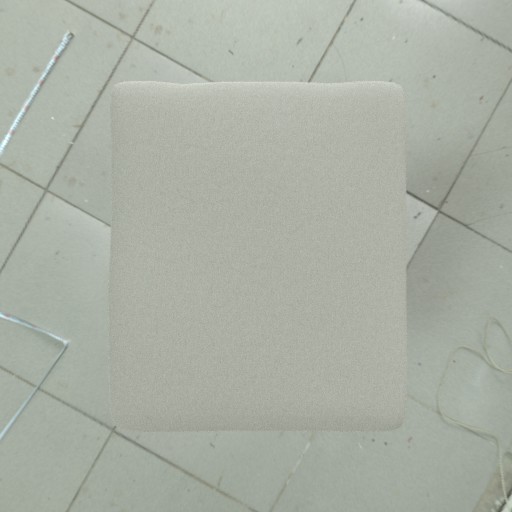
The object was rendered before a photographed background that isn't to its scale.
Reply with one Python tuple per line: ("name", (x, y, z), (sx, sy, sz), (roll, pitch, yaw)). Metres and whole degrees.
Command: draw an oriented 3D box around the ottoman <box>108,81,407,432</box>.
("ottoman", (0.000, 0.000, 1.410), (0.836, 0.492, 0.976), (0, 90, 0))
